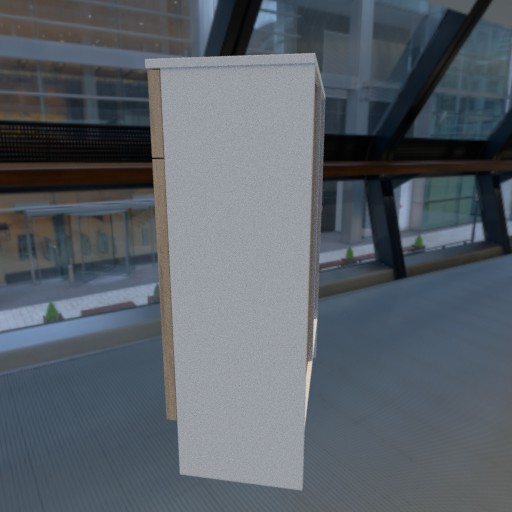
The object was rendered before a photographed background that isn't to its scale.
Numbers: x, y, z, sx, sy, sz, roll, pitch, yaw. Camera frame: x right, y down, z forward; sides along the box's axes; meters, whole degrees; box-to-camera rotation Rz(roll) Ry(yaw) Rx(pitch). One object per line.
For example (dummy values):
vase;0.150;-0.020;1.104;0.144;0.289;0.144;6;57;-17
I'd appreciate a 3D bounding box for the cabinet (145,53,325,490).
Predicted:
cabinet;0.000;0.000;1.104;0.296;0.815;0.600;2;14;10
